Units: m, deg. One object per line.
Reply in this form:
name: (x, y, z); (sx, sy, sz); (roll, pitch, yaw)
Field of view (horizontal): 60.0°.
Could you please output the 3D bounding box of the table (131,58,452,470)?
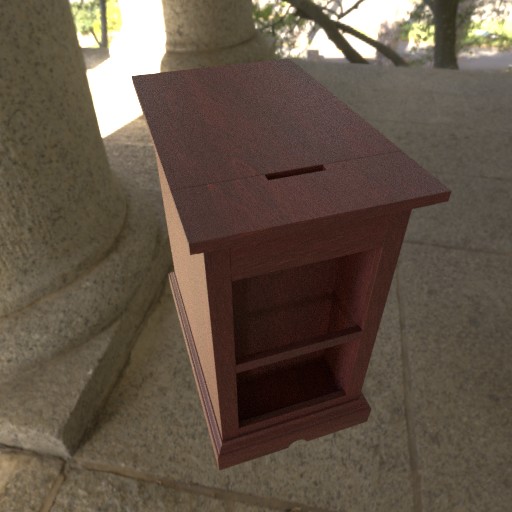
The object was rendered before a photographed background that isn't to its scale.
table: (0.000, 0.000, 0.957); (0.356, 0.612, 0.584); (-12, 42, -14)
